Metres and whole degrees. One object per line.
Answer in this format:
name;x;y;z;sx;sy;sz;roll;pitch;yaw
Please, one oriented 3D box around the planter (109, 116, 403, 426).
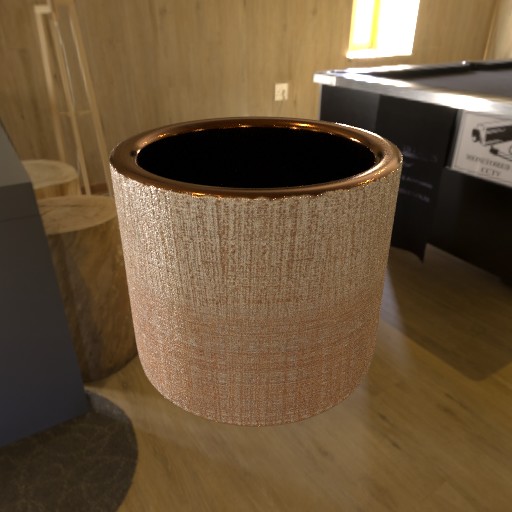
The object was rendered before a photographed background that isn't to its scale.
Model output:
planter;0.000;0.000;0.310;0.177;0.157;0.177;0;29;0
